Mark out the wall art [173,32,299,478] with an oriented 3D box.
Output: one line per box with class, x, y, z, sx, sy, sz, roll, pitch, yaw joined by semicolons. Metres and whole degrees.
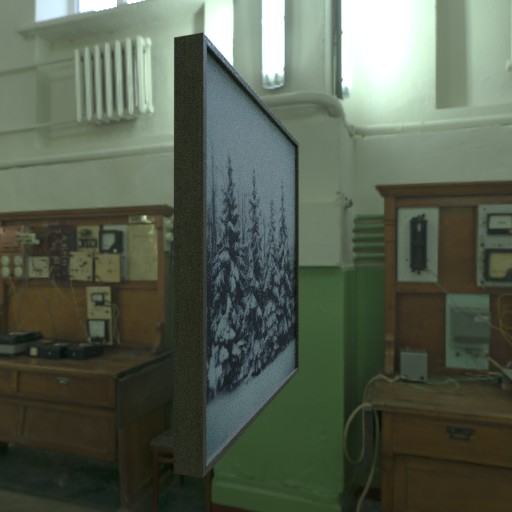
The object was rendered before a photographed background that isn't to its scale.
wall art;0.000;0.000;0.751;0.037;0.507;0.507;0;0;18
